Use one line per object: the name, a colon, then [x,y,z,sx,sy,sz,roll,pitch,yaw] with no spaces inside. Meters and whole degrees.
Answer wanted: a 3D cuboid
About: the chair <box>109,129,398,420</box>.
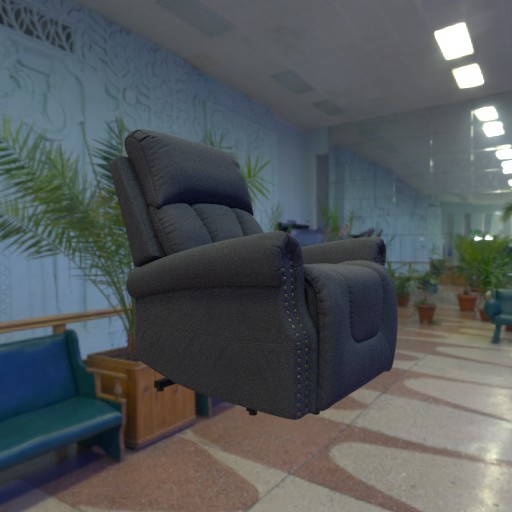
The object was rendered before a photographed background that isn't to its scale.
chair: [0.000,0.000,1.770,0.979,1.031,0.871,1,1,36]
